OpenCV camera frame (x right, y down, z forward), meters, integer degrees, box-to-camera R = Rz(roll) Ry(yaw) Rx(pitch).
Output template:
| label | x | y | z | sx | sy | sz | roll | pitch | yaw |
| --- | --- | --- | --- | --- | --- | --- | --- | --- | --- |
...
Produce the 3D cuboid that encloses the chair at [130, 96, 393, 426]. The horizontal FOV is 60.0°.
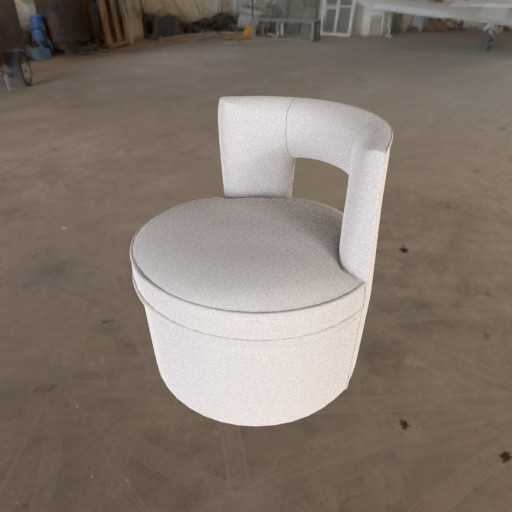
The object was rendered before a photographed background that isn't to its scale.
| label | x | y | z | sx | sy | sz | roll | pitch | yaw |
| --- | --- | --- | --- | --- | --- | --- | --- | --- | --- |
| chair | 0.000 | 0.000 | 1.213 | 0.665 | 0.723 | 0.650 | -21 | 37 | -30 |
